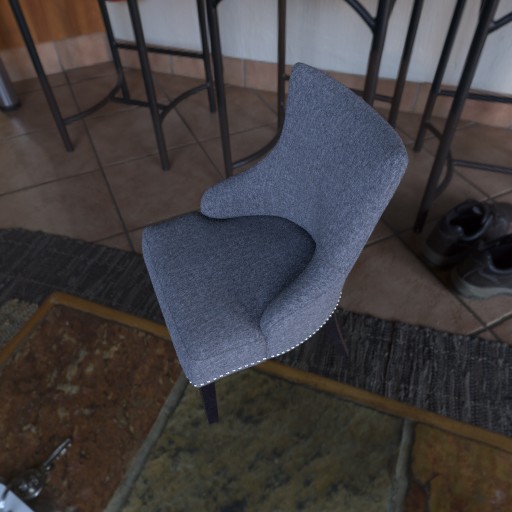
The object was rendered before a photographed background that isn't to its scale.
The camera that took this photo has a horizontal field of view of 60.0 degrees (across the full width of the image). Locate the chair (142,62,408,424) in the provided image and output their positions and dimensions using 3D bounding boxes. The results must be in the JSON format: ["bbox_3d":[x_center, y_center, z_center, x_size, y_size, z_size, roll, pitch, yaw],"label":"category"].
[{"bbox_3d":[0.000,0.000,1.351,0.629,0.909,0.566,-17,50,-15],"label":"chair"}]
